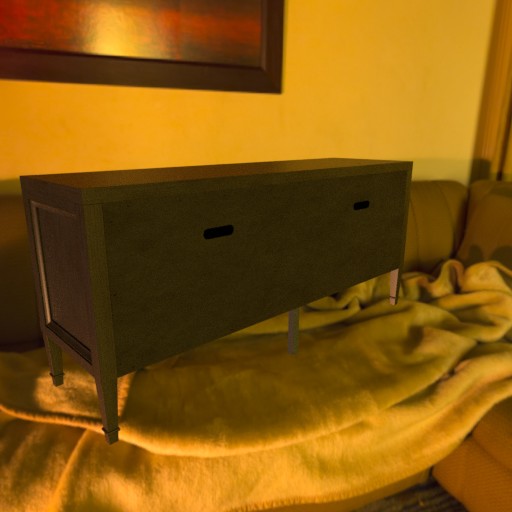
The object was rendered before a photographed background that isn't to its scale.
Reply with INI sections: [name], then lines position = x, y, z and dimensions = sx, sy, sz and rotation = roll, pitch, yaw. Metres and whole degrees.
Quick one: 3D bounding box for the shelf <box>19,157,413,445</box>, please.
[shelf]
position = 0.000, 0.000, 1.819
dimensions = 1.575, 0.719, 0.479
rotation = -14, 21, -41
